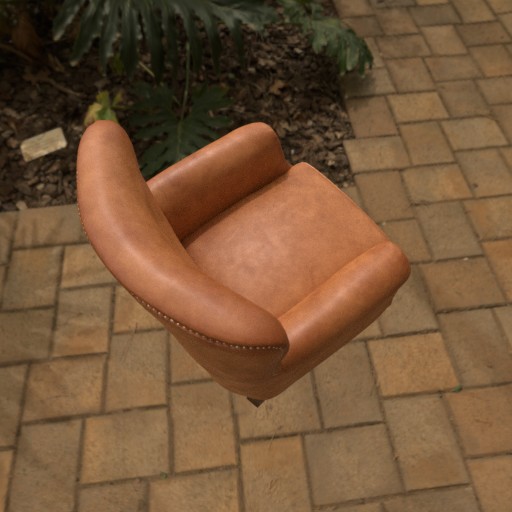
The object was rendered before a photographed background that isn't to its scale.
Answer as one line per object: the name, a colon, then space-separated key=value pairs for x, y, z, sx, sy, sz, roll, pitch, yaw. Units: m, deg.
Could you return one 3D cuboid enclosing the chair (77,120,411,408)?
chair: x=0.000 y=0.000 z=1.553 sx=0.921 sy=0.936 sz=0.861 roll=-31 pitch=63 yaw=-18
